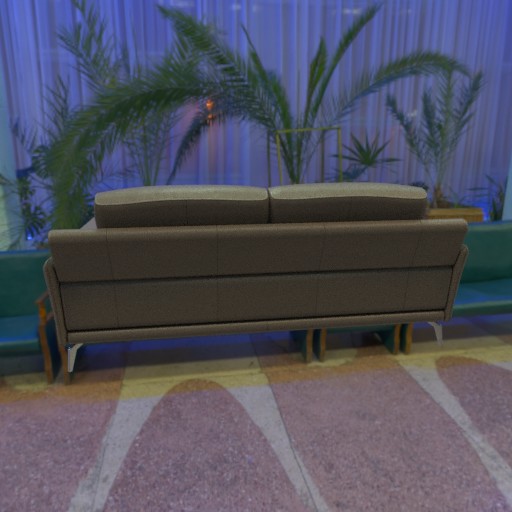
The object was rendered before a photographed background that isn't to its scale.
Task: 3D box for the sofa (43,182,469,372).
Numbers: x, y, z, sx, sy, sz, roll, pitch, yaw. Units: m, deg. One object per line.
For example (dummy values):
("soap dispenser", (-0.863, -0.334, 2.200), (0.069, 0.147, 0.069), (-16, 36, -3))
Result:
("sofa", (0.000, 0.000, 2.636), (2.101, 0.930, 1.049), (-2, 15, -8))
